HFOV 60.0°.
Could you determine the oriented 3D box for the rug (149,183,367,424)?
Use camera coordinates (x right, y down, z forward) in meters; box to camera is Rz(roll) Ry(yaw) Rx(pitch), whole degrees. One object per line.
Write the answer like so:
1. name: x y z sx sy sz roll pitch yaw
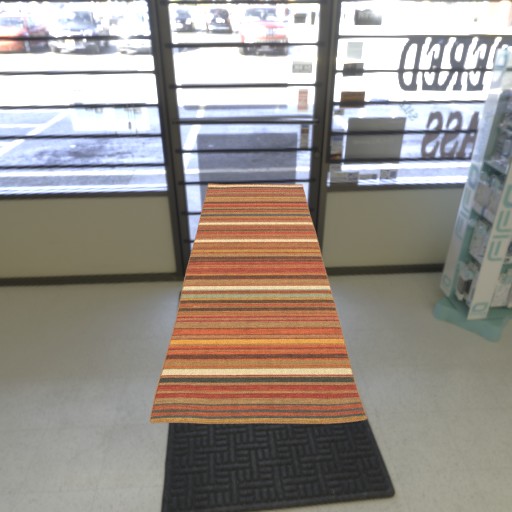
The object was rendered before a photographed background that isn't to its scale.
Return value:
1. rug: 0.000 0.000 2.667 0.799 0.030 2.444 0 30 0
